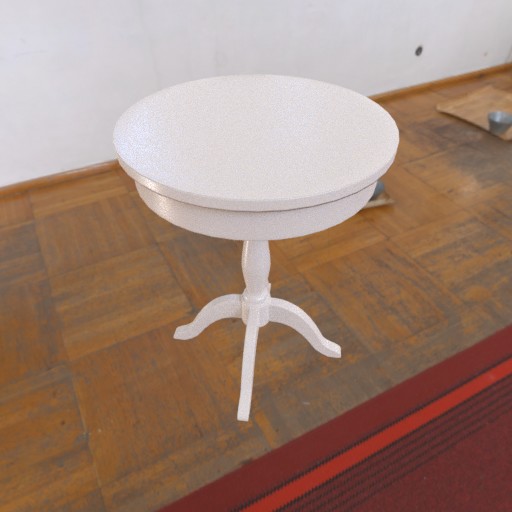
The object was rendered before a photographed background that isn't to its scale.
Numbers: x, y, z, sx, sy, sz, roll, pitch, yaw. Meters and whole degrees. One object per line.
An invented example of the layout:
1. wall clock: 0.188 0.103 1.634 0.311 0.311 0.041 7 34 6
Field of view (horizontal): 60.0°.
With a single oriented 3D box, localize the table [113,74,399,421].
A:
1. table: 0.000 0.000 1.029 0.513 0.653 0.513 0 41 0
